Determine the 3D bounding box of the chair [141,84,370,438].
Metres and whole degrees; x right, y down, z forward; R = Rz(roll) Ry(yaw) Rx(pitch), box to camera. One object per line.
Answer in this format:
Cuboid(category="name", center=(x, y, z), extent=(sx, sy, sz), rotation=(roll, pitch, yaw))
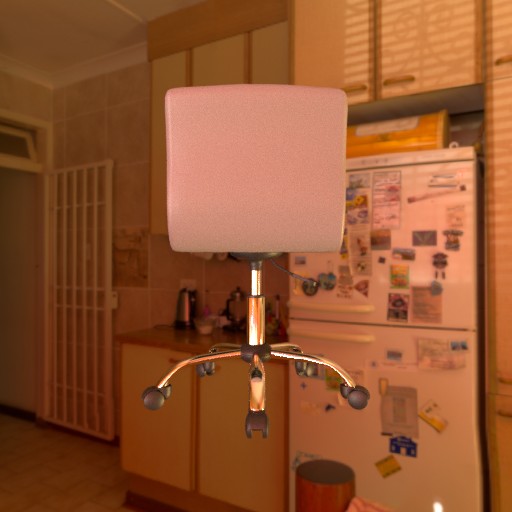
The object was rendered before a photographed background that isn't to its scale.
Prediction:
Cuboid(category="chair", center=(0.000, 0.000, 1.157), extent=(0.569, 0.750, 0.542), rotation=(0, -1, 0))
